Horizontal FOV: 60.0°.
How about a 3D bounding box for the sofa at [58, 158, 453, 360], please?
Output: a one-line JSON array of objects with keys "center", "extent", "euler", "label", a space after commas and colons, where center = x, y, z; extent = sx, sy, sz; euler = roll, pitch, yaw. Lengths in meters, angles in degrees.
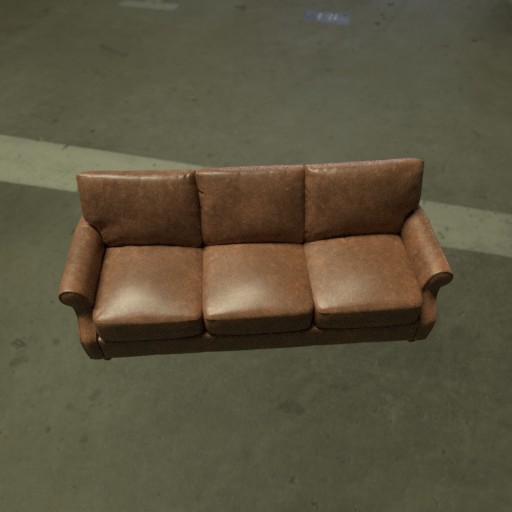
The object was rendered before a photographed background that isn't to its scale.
[{"center": [0.000, 0.000, 2.899], "extent": [2.351, 0.977, 0.973], "euler": [-3, 47, -3], "label": "sofa"}]
